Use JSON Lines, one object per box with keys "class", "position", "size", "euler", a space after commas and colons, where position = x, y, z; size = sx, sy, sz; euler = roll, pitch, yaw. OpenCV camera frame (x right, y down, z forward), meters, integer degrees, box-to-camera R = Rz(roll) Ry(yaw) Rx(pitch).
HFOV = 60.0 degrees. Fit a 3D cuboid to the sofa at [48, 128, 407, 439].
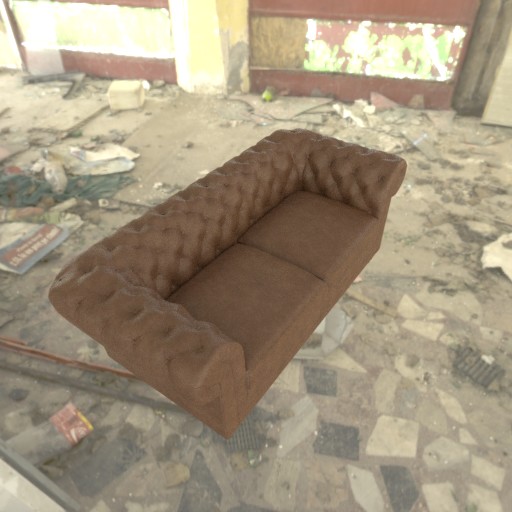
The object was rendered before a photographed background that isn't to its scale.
{"class": "sofa", "position": [0.000, 0.000, 2.552], "size": [0.955, 0.784, 2.048], "euler": [24, 45, 26]}
